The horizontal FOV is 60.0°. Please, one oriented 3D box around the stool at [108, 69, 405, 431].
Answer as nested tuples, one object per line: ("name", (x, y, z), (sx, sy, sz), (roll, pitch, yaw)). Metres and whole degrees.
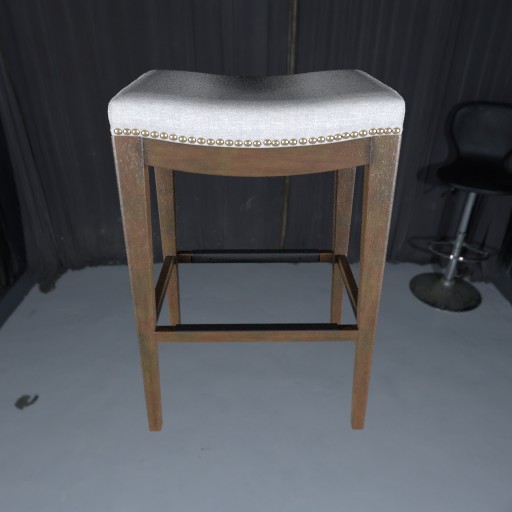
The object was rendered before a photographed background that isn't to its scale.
("stool", (0.000, 0.000, 1.014), (0.508, 0.762, 0.356), (0, 30, -1))
